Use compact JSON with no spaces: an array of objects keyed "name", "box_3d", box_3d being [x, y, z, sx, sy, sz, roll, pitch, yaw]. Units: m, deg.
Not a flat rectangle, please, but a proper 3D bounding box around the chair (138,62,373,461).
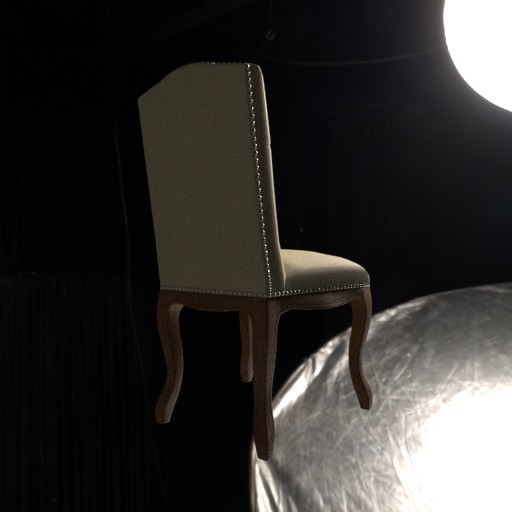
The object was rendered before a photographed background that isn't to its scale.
[{"name":"chair","box_3d":[0.000,0.000,1.611,0.623,1.165,0.715,1,1,37]}]
